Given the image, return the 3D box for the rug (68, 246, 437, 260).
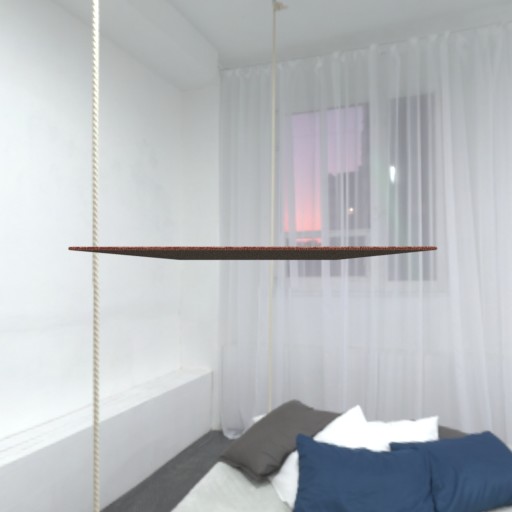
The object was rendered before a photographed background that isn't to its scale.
[{"bbox_3d":[0.000,0.000,3.039,1.524,0.015,2.438,0,-1,1],"label":"rug"}]
